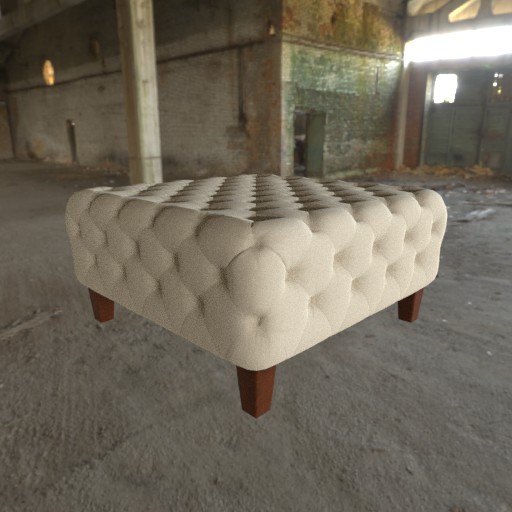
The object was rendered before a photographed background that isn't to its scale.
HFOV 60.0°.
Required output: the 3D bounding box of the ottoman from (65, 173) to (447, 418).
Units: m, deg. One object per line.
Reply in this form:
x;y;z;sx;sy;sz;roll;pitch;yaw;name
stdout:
0.000;0.000;1.222;0.753;0.376;0.755;15;21;43;ottoman
